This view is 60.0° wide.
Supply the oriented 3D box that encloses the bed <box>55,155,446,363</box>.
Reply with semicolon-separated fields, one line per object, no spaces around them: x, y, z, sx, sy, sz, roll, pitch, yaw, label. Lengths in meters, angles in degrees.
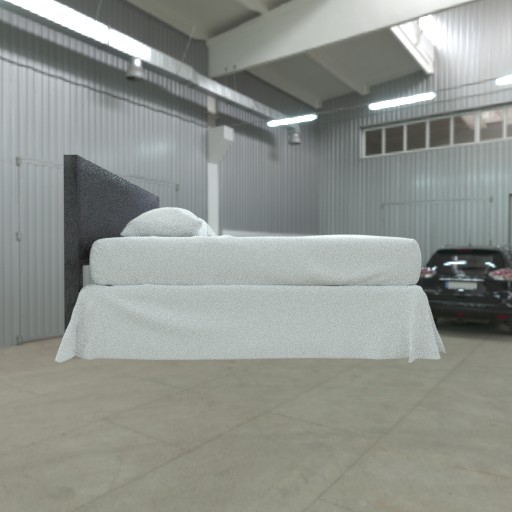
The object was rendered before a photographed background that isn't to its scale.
0.000;0.000;3.478;2.165;1.158;2.255;0;1;1;bed
